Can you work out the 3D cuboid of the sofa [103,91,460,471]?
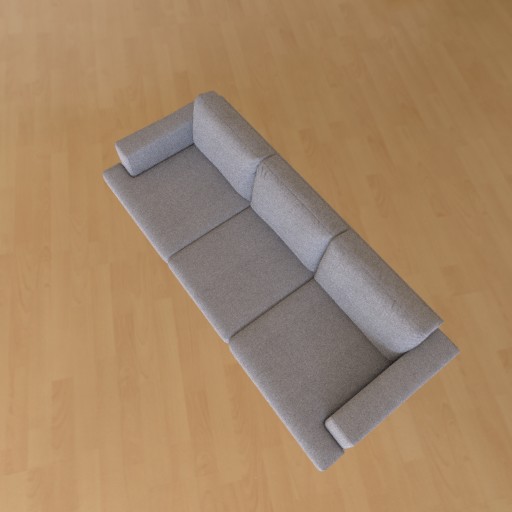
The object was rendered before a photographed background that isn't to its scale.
[{"bbox_3d":[0.000,0.000,2.714,0.920,0.810,2.310,-34,68,-16],"label":"sofa"}]
